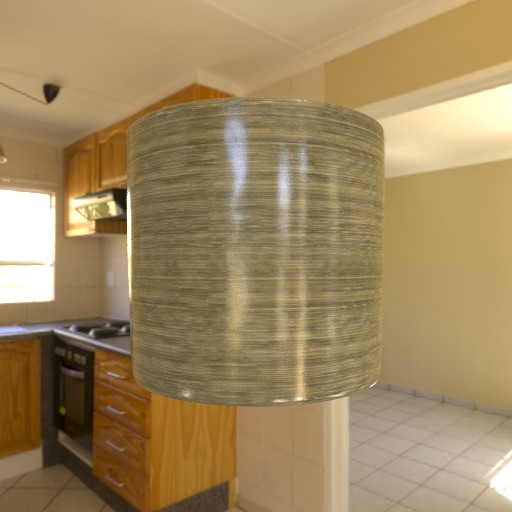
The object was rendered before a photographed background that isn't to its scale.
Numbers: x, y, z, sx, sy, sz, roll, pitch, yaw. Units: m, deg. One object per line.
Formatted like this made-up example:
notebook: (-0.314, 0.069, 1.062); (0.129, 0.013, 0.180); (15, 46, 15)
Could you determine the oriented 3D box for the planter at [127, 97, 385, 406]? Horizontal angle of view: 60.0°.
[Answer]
planter: (0.000, 0.000, 0.394); (0.221, 0.201, 0.221); (0, -1, 0)
